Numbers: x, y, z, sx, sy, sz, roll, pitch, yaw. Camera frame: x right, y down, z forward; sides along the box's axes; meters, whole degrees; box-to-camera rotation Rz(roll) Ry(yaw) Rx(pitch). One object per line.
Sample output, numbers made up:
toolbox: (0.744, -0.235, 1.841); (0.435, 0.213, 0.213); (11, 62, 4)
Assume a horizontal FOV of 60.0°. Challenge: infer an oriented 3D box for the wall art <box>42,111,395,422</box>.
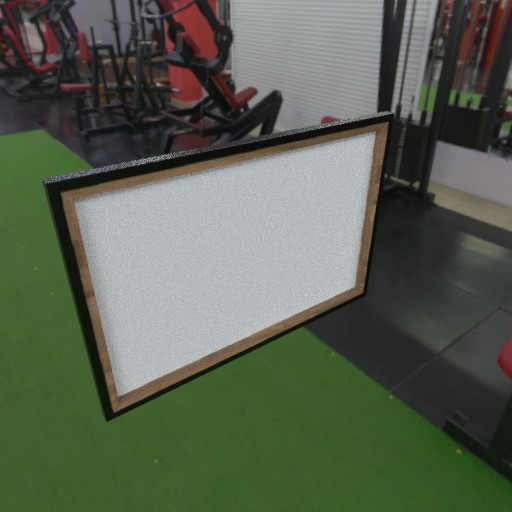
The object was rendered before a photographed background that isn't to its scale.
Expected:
wall art: (0.000, 0.000, 0.838); (0.659, 0.446, 0.022); (-20, 36, -30)
